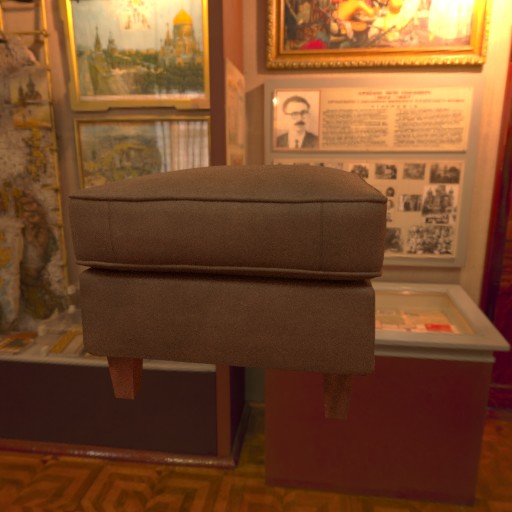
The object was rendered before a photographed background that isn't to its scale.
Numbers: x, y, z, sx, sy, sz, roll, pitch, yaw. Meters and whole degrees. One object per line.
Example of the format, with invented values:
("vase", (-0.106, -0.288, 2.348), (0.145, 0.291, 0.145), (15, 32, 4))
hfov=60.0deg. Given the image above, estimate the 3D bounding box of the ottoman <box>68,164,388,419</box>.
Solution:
("ottoman", (0.000, 0.000, 1.201), (0.596, 0.481, 0.860), (2, 13, 9))
